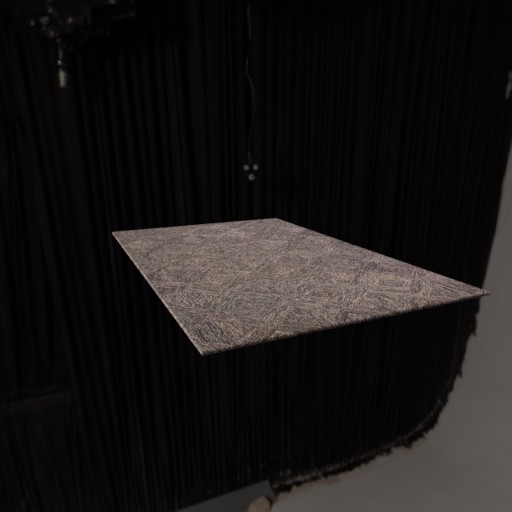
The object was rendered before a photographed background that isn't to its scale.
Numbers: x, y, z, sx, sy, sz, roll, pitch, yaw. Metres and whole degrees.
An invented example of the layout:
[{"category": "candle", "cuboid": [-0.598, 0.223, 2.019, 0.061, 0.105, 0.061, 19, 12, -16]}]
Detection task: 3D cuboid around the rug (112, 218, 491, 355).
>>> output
[{"category": "rug", "cuboid": [0.000, 0.000, 2.898, 1.501, 0.017, 2.298, -7, 16, -24]}]
